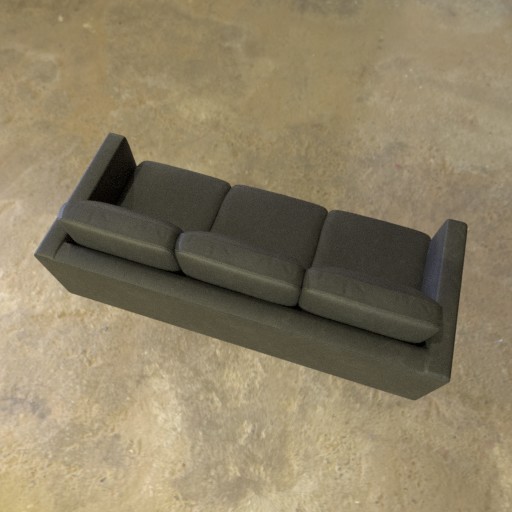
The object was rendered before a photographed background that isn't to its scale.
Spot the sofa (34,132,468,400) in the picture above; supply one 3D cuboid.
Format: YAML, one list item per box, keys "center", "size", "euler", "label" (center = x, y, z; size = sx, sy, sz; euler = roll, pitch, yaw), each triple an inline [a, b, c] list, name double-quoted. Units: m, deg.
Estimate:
- center: [0.000, 0.000, 2.429]
  size: [2.029, 0.899, 0.879]
  euler: [16, 64, 8]
  label: "sofa"
